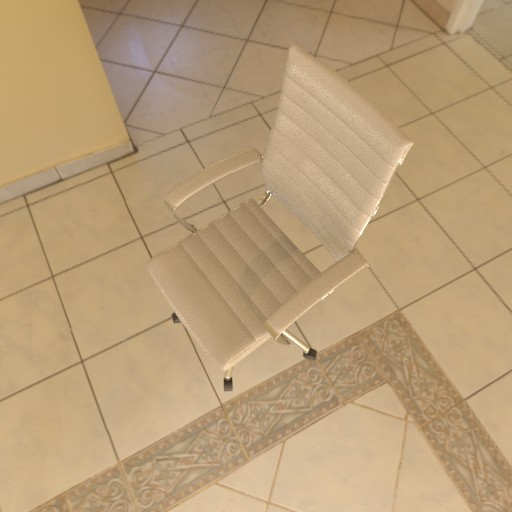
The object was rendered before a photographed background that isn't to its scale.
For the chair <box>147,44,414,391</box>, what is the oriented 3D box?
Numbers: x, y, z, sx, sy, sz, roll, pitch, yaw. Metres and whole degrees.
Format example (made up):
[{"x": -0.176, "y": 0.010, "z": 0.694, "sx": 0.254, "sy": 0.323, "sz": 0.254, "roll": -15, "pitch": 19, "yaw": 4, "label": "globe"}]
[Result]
[{"x": 0.000, "y": 0.000, "z": 1.556, "sx": 0.667, "sy": 1.149, "sz": 0.679, "roll": -34, "pitch": 68, "yaw": -16, "label": "chair"}]
